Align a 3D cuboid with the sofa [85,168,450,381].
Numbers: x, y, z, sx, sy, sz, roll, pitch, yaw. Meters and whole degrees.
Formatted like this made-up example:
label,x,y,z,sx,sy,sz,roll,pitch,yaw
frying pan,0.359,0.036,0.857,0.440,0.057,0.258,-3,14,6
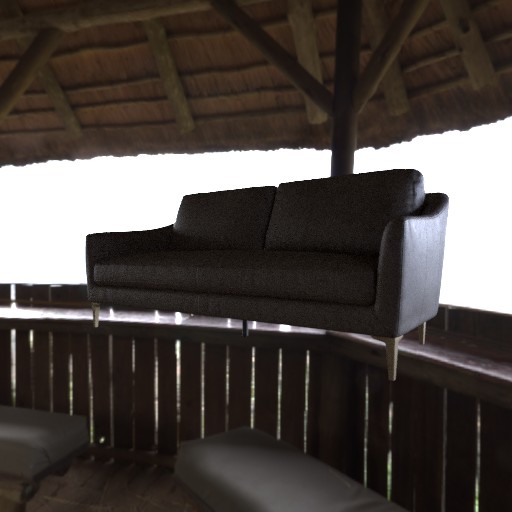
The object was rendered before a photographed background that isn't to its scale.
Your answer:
label,x,y,z,sx,sy,sz,roll,pitch,yaw
sofa,0.000,0.000,2.545,2.036,0.902,0.960,0,0,38
